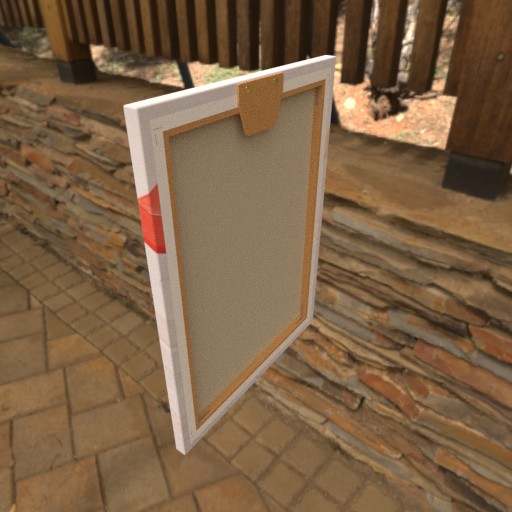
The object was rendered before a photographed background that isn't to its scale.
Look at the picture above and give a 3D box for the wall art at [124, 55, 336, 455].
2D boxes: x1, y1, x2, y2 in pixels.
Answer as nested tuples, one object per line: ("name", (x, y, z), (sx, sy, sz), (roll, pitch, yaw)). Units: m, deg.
("wall art", (0.000, 0.000, 1.321), (0.045, 1.014, 0.759), (21, 38, 30))
